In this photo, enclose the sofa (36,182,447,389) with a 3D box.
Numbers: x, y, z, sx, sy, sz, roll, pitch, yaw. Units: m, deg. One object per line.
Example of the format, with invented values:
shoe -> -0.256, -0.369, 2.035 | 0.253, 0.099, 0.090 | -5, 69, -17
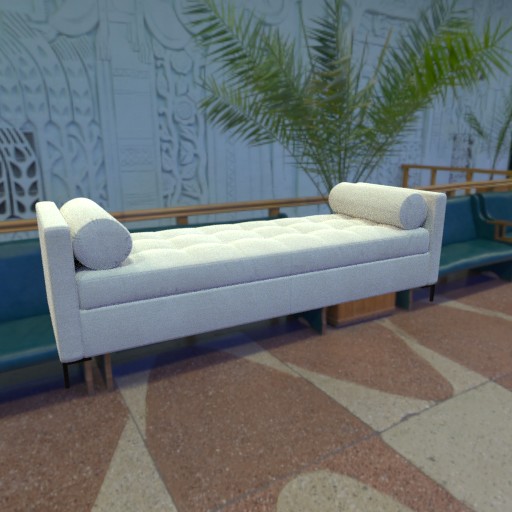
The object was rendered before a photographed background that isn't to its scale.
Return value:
sofa -> 0.000, 0.000, 2.306 | 1.981, 0.635, 0.686 | -8, 17, -27
